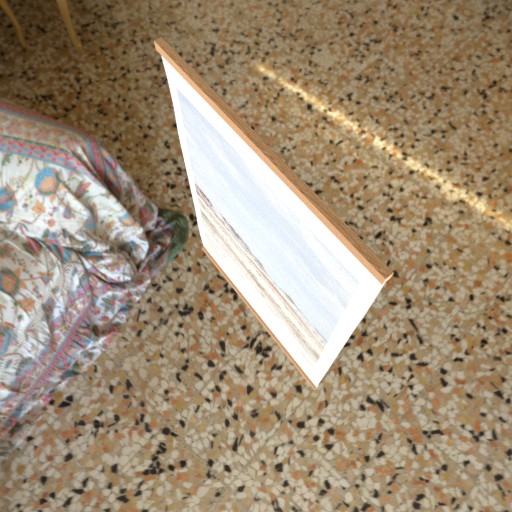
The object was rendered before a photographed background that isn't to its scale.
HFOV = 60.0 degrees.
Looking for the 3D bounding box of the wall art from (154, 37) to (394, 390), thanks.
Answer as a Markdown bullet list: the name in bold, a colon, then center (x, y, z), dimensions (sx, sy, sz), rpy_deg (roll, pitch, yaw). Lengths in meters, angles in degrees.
- **wall art**: center (0.000, 0.000, 1.325), dimensions (0.020, 1.016, 0.739), rpy_deg (-34, 68, -16)
